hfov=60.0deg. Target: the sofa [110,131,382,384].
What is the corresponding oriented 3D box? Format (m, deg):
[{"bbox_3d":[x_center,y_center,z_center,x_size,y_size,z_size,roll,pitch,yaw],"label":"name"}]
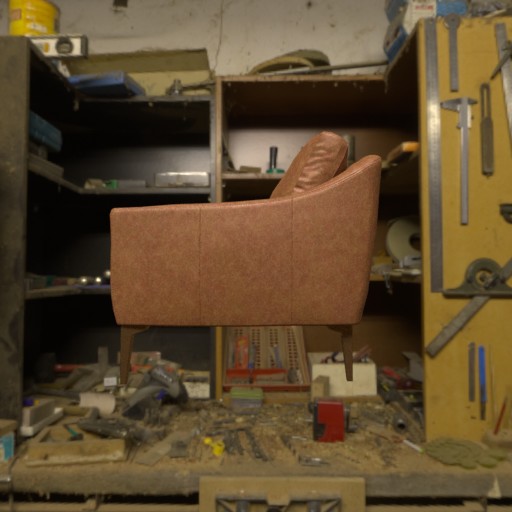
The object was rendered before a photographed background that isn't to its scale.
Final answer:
[{"bbox_3d":[0.000,0.000,2.531,0.981,0.945,2.036,0,-1,2],"label":"sofa"}]
